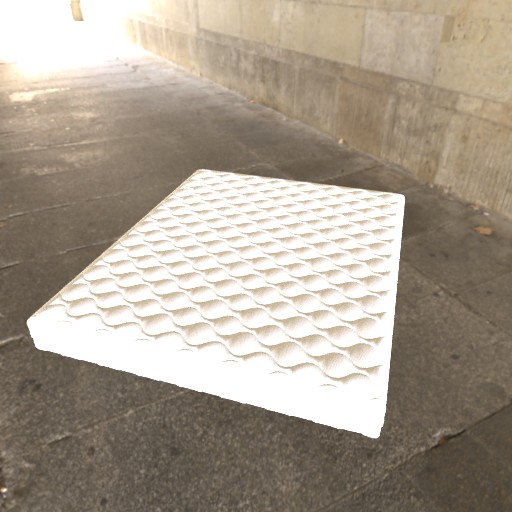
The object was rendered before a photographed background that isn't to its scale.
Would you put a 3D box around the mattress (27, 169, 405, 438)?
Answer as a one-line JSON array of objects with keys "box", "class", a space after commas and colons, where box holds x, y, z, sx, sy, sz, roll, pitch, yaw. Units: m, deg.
[{"box": [0.000, 0.000, 2.605, 1.600, 0.200, 1.900, 10, 34, 15], "class": "mattress"}]
